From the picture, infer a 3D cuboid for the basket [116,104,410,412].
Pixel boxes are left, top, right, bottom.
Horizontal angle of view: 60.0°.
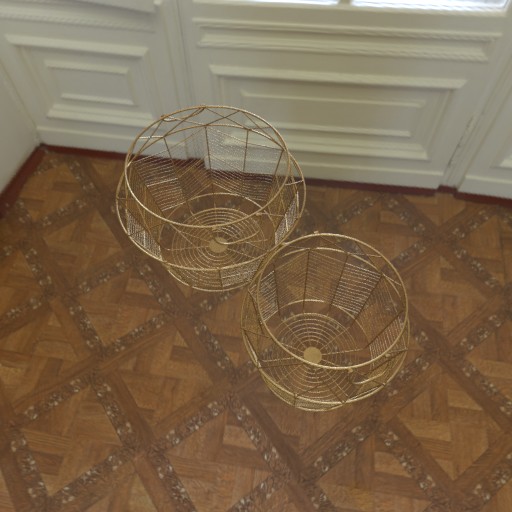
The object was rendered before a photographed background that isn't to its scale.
[{"bbox_3d":[0.000,0.000,1.046,0.451,0.343,0.805,-33,63,-19],"label":"basket"}]
